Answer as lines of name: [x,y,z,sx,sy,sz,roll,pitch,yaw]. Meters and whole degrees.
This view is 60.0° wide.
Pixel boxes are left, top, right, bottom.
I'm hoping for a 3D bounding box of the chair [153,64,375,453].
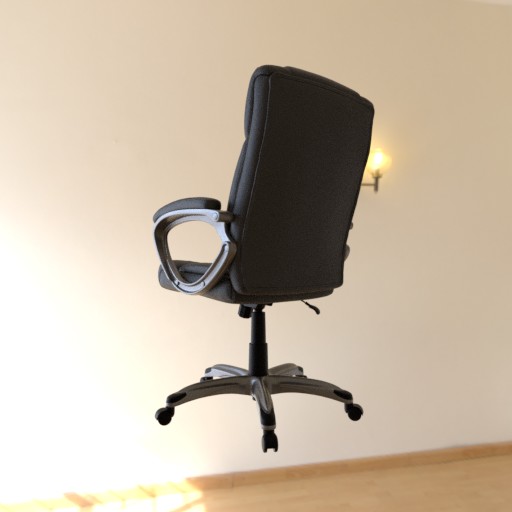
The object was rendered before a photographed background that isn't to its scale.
chair: [0.000,0.000,1.633,0.721,1.130,0.719,0,0,-39]
